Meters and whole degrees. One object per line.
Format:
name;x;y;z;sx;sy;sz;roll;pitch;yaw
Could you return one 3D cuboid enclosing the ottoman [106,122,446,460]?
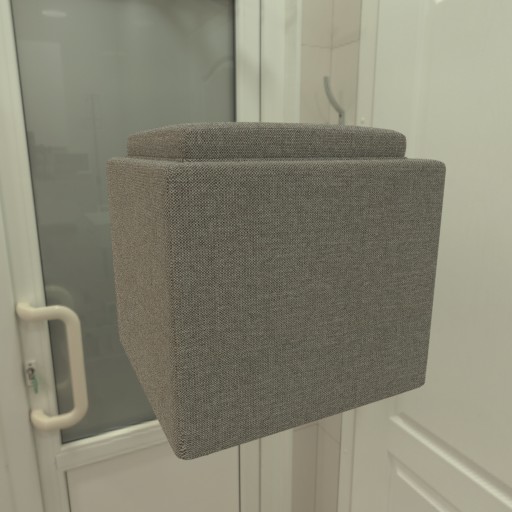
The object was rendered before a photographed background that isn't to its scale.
ottoman;0.000;0.000;0.819;0.450;0.460;0.450;-7;15;-26
